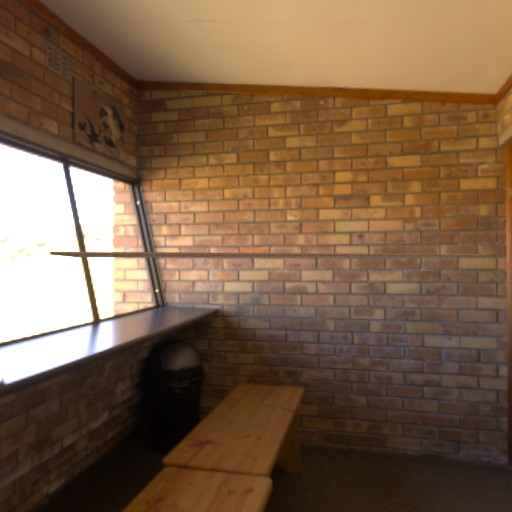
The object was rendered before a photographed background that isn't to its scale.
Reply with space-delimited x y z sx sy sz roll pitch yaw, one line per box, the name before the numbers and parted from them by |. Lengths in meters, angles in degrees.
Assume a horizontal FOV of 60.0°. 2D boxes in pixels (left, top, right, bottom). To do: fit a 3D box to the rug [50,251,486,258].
rug | 0.000 0.000 2.892 2.290 0.014 1.526 0 -1 -19
